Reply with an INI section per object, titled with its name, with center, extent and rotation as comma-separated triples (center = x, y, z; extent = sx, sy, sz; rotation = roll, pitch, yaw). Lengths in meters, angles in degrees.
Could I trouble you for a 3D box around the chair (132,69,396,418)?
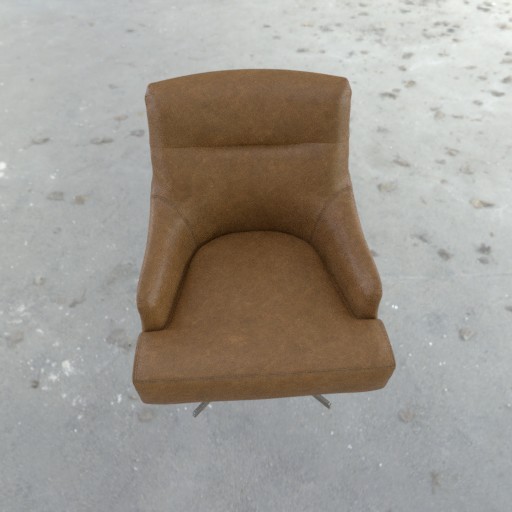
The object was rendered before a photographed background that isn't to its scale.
[chair]
center = 0.000, 0.000, 1.448
extent = 0.729, 0.869, 0.874
rotation = -3, 47, -3
